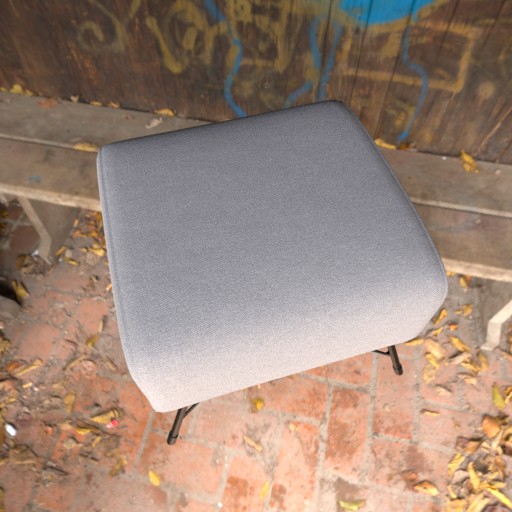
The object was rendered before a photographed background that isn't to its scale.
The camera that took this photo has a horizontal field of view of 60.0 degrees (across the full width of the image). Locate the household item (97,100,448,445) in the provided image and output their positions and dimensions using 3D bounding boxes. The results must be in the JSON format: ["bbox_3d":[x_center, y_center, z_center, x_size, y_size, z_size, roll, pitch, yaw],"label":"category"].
[{"bbox_3d":[0.000,0.000,0.907,0.530,0.410,0.530,-14,58,-9],"label":"household item"}]
